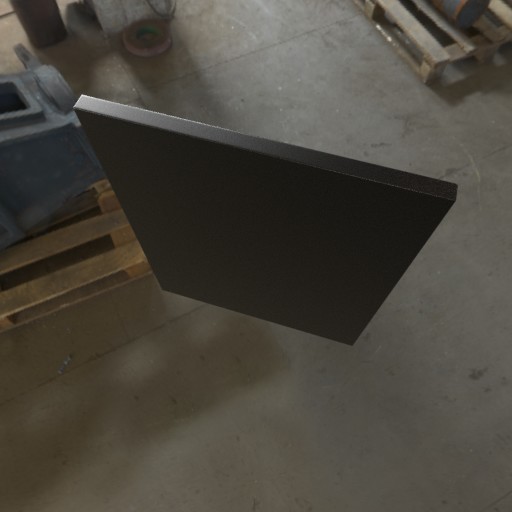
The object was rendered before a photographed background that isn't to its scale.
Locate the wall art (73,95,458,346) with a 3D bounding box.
[{"bbox_3d":[0.000,0.000,1.594,0.950,1.194,0.053,15,64,8],"label":"wall art"}]
